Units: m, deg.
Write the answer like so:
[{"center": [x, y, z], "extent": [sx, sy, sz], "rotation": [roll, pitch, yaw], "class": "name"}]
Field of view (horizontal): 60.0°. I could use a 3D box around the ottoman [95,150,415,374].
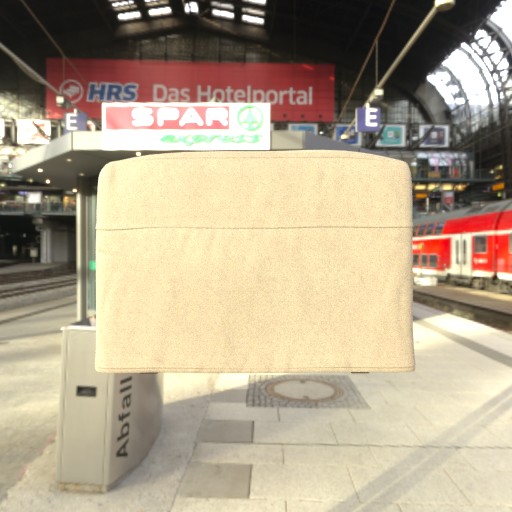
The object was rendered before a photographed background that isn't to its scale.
[{"center": [0.000, 0.000, 1.195], "extent": [0.590, 0.444, 0.872], "rotation": [0, 1, 0], "class": "ottoman"}]
